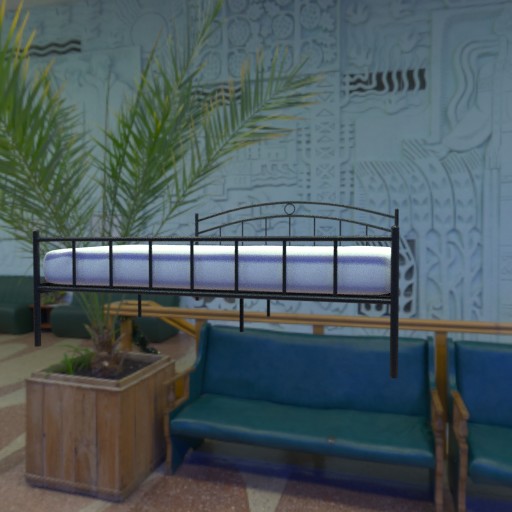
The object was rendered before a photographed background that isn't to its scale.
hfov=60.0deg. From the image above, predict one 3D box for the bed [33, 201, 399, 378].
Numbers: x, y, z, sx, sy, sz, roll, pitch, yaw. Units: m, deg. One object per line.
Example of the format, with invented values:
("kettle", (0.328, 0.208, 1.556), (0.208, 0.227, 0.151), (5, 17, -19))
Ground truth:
("bed", (0.000, 0.000, 3.068), (1.880, 0.940, 2.040), (1, 2, 18))
